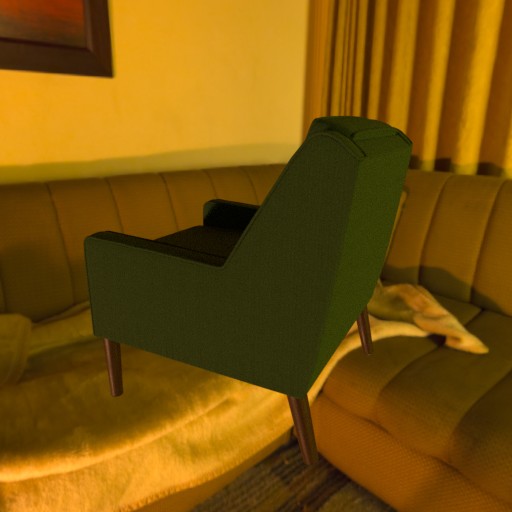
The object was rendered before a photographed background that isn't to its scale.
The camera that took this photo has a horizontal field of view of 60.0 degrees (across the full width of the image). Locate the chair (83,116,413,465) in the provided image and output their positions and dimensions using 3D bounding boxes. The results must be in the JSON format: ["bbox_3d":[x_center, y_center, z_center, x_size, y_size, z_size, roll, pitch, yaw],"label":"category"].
[{"bbox_3d":[0.000,0.000,1.317,0.743,0.792,0.663,8,19,26],"label":"chair"}]
